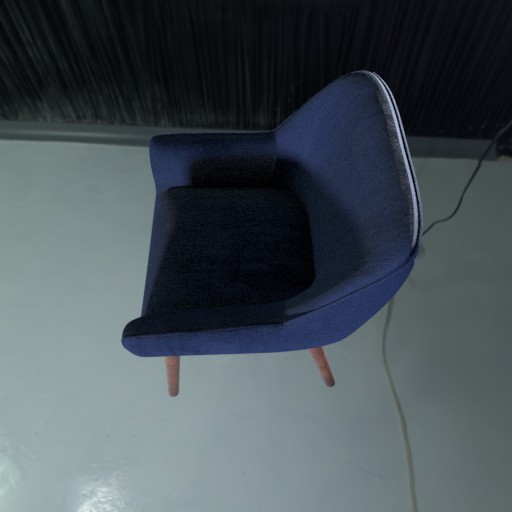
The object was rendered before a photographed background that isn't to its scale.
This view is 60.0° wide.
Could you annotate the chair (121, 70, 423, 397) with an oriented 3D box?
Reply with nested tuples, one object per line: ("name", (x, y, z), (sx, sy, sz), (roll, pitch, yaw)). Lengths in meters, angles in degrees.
("chair", (0.000, 0.000, 1.206), (0.600, 0.820, 0.600), (-1, 59, -1))
